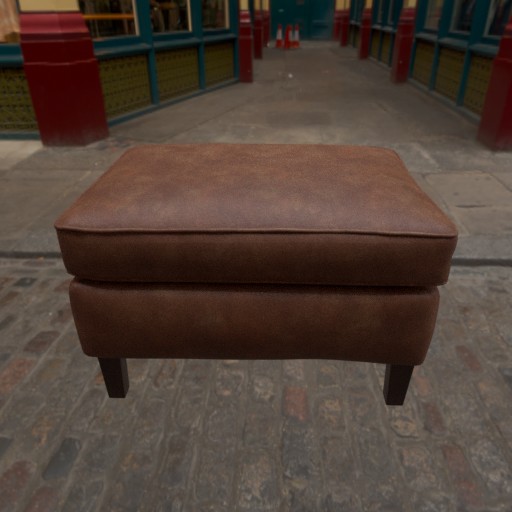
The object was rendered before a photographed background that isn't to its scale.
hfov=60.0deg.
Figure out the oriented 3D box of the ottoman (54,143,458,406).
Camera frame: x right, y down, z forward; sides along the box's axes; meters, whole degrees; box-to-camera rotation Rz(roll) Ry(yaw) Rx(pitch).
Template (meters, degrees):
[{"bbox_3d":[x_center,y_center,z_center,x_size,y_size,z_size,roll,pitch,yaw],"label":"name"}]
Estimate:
[{"bbox_3d":[0.000,0.000,0.970,0.665,0.418,0.501,1,30,2],"label":"ottoman"}]
